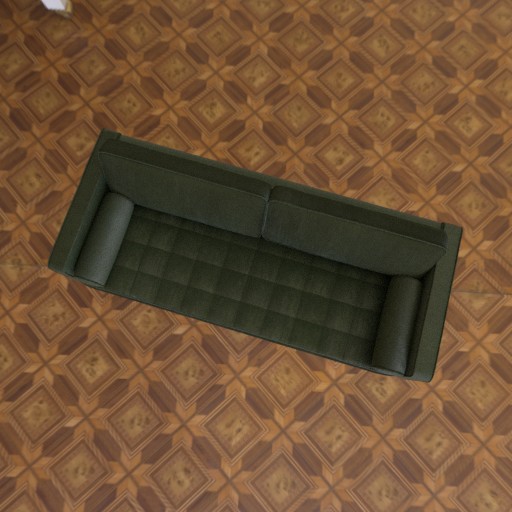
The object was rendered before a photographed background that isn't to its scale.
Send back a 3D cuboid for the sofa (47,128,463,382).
[{"bbox_3d":[0.000,0.000,2.663,2.199,0.769,0.918,16,78,4],"label":"sofa"}]
